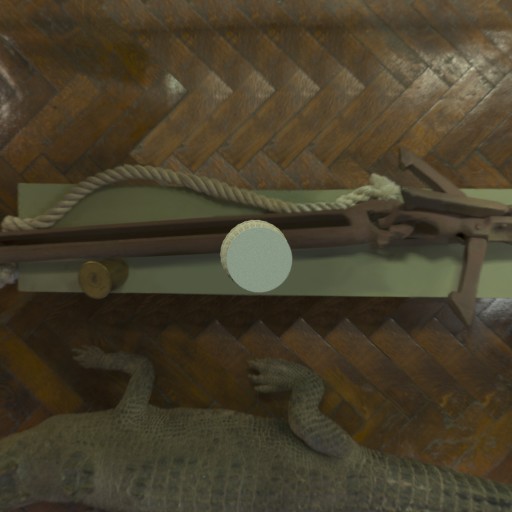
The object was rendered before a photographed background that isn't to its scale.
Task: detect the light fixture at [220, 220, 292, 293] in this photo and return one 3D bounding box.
[{"bbox_3d":[0.000,0.000,2.131,0.457,2.019,0.457,0,91,0],"label":"light fixture"}]
